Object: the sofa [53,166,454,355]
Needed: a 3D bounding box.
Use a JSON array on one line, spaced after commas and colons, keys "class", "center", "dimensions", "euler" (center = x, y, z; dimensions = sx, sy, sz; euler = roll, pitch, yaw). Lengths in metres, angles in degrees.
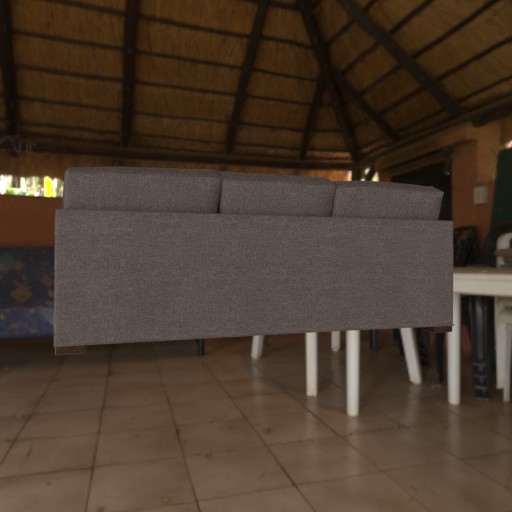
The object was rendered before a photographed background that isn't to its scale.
[{"class": "sofa", "center": [0.000, 0.000, 2.965], "dimensions": [2.369, 0.978, 1.004], "euler": [0, 0, -17]}]
